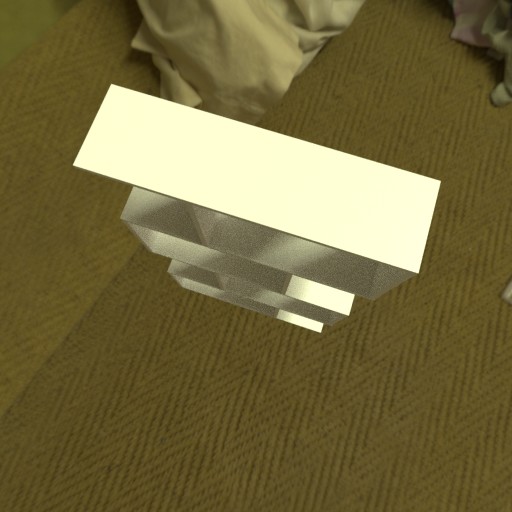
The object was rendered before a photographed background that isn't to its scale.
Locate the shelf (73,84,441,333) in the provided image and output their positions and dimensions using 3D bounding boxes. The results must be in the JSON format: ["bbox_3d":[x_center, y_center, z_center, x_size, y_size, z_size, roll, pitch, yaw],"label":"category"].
[{"bbox_3d":[0.000,0.000,1.910,0.890,1.650,0.250,18,76,5],"label":"shelf"}]
